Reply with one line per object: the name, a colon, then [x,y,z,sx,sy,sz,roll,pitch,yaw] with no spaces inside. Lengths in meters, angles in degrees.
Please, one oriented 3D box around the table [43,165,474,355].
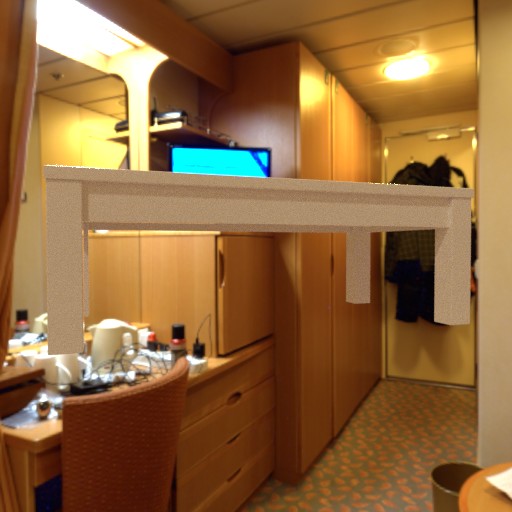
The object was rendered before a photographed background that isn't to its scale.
table: [0.000,0.000,1.642,1.350,0.470,0.700,0,1,-19]
